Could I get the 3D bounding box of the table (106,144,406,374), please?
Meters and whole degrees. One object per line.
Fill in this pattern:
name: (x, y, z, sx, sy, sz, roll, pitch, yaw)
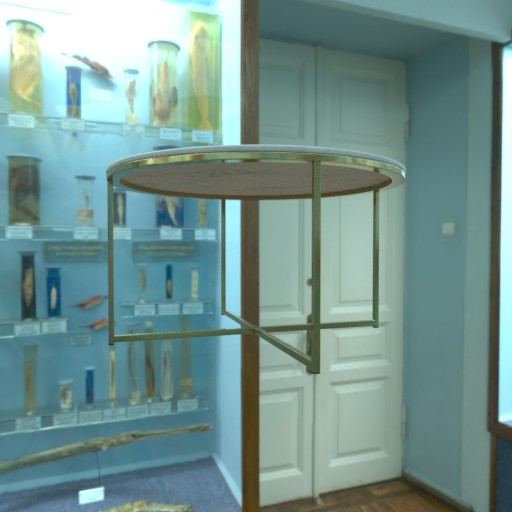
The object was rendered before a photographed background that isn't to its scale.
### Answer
table: (0.000, 0.000, 1.251, 0.800, 0.450, 0.800, 0, 1, 0)
